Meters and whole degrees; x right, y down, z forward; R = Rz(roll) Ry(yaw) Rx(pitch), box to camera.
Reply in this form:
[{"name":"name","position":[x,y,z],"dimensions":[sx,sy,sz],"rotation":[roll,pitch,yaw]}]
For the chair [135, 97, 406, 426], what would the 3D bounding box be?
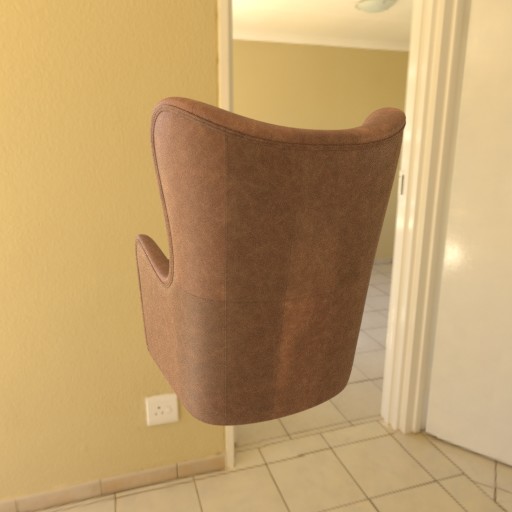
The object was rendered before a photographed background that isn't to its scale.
[{"name":"chair","position":[0.000,0.000,1.706],"dimensions":[0.831,1.079,0.930],"rotation":[-7,16,-26]}]
